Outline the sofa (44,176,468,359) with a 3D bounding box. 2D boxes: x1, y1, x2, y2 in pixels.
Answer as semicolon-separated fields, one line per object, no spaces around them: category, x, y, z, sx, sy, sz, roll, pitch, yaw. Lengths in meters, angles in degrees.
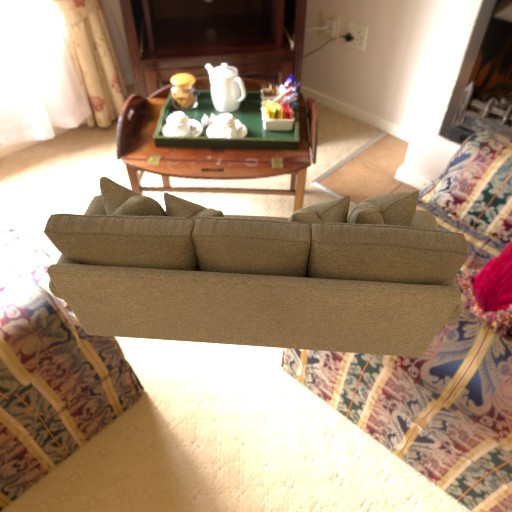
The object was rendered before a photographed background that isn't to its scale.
sofa;0.000;0.000;2.795;2.312;0.975;0.965;3;46;3
